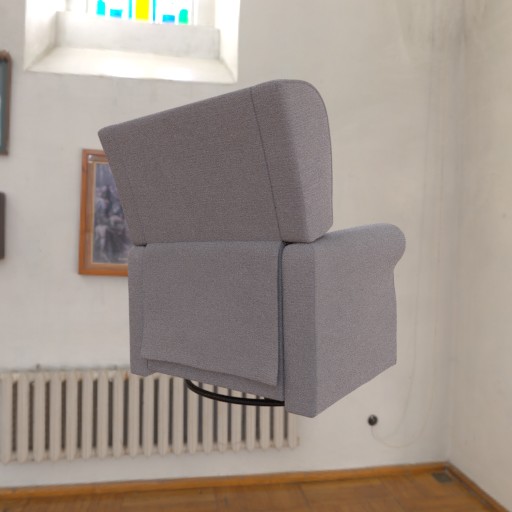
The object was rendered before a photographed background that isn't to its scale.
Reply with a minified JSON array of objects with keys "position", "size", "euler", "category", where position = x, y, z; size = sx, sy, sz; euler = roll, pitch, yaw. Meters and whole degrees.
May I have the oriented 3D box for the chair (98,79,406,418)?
[{"position":[0.000,0.000,1.674],"size":[0.906,0.966,0.854],"euler":[0,0,36],"category":"chair"}]
